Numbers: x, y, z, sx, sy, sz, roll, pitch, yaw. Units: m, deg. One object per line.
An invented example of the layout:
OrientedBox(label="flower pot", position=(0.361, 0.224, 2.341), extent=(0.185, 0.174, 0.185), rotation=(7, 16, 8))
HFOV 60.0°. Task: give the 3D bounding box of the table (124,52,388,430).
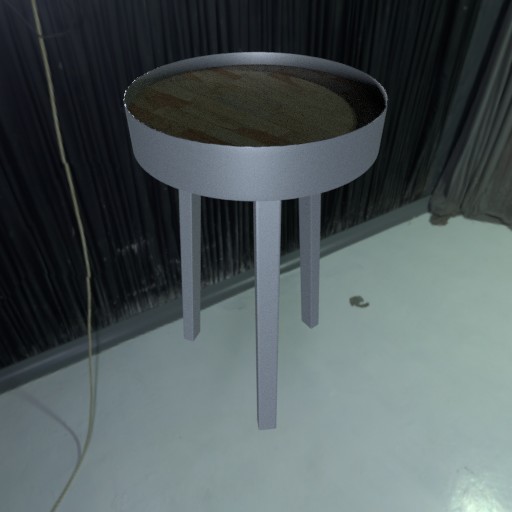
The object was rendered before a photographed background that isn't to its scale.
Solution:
OrientedBox(label="table", position=(0.000, 0.000, 0.918), extent=(0.406, 0.686, 0.406), rotation=(-26, 46, -27))
